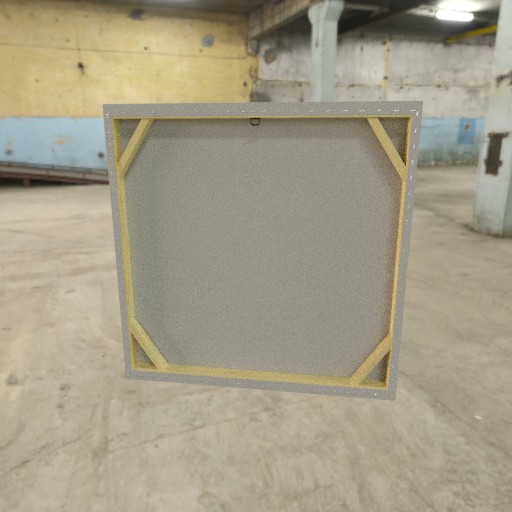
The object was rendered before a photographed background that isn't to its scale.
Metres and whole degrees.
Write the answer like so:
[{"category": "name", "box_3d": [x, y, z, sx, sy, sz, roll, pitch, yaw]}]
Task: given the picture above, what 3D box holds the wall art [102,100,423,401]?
[{"category": "wall art", "box_3d": [0.000, 0.000, 0.933, 0.610, 0.610, 0.038, 2, 15, 8]}]
